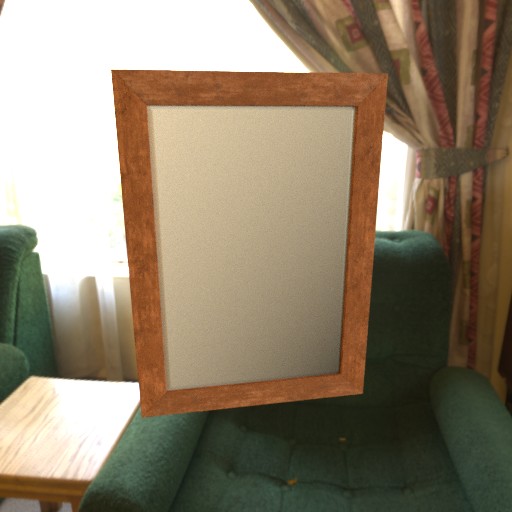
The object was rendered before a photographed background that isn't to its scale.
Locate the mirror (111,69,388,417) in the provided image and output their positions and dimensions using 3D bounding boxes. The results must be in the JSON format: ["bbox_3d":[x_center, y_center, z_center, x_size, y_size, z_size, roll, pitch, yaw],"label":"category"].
[{"bbox_3d":[0.000,0.000,1.424,0.796,1.099,0.028,-3,17,-10],"label":"mirror"}]
